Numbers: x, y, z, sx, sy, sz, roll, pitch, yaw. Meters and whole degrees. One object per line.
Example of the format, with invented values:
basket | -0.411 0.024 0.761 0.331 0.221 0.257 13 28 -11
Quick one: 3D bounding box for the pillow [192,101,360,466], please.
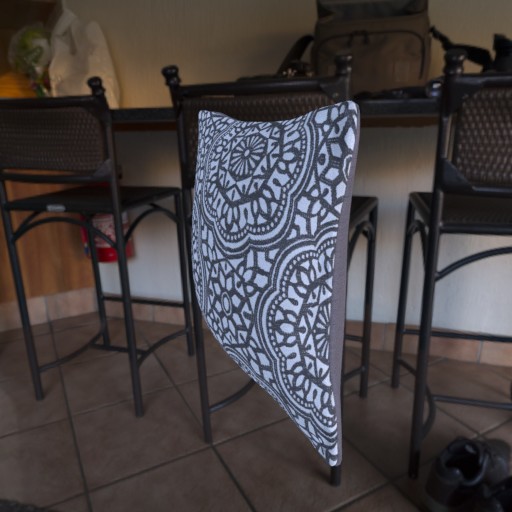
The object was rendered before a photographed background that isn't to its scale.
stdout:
pillow | 0.000 0.000 0.653 0.148 0.417 0.436 -8 19 -25
